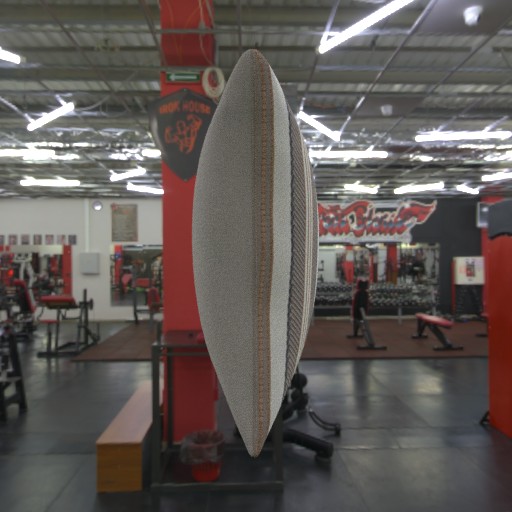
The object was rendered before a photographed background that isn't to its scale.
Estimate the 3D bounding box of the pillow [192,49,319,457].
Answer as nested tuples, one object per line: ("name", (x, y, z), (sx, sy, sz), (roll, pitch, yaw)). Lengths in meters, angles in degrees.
("pillow", (0.000, 0.000, 0.633), (0.173, 0.401, 0.416), (0, -1, 1))
